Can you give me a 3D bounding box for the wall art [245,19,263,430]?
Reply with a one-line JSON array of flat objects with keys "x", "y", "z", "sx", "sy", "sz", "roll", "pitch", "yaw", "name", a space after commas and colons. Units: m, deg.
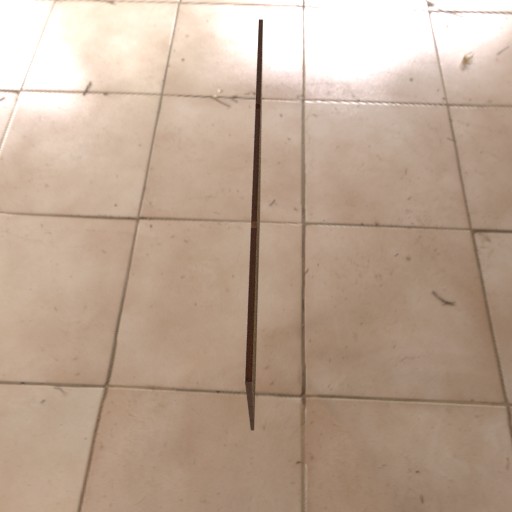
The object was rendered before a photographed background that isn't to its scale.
[{"x": 0.000, "y": 0.000, "z": 1.849, "sx": 0.017, "sy": 1.246, "sz": 1.256, "roll": 1, "pitch": 64, "yaw": 1, "name": "wall art"}]
